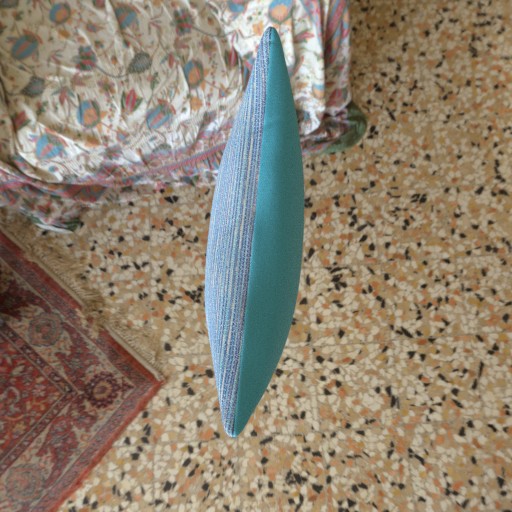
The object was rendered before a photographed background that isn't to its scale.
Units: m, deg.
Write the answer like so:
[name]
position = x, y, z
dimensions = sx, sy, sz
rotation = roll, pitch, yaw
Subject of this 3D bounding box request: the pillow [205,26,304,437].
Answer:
[pillow]
position = 0.000, 0.000, 0.760
dimensions = 0.150, 0.497, 0.514
rotation = 5, 76, 1
